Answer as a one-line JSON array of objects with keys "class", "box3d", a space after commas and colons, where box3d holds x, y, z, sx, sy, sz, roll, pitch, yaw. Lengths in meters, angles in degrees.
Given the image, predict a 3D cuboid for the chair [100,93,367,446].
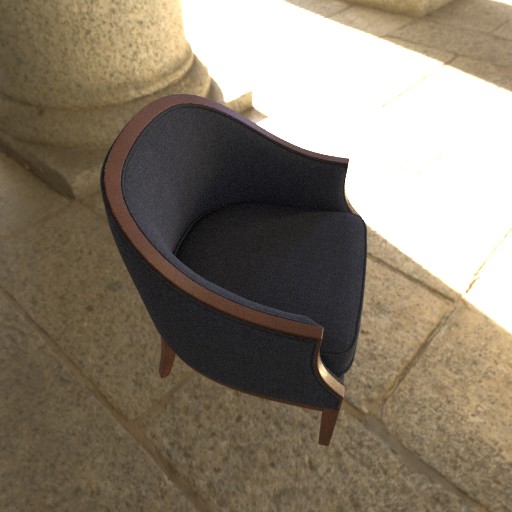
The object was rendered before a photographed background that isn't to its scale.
[{"class": "chair", "box3d": [0.000, 0.000, 1.458, 0.735, 0.876, 0.803, 10, 47, 9]}]
